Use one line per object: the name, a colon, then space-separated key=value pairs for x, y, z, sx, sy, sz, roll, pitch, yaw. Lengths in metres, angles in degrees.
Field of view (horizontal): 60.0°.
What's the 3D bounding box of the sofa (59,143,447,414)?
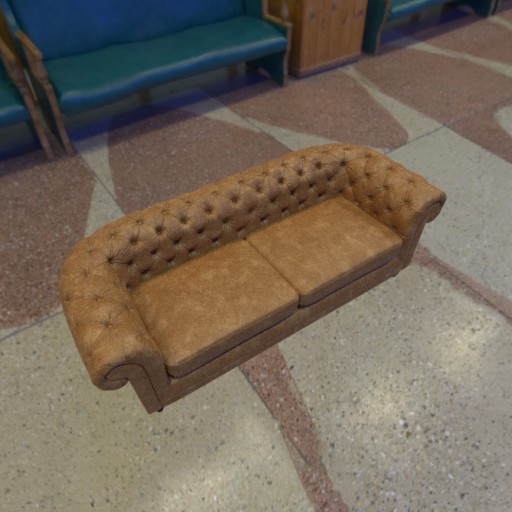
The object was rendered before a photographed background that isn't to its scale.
sofa: x=0.000 y=0.000 z=2.883 sx=2.365 sy=0.760 sz=0.989 roll=-25 pitch=51 yaw=-23
